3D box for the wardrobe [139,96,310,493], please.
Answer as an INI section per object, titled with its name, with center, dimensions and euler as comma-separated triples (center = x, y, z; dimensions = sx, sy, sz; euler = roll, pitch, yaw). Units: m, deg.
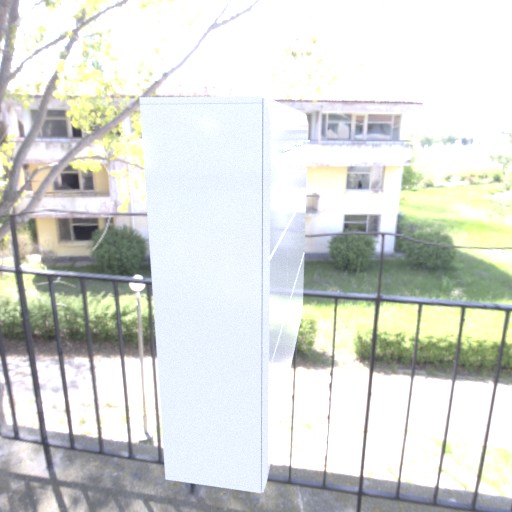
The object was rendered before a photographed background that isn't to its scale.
[wardrobe]
center = 0.000, 0.000, 1.899
dimensions = 0.360, 1.200, 1.340
euler = 3, 16, 10
